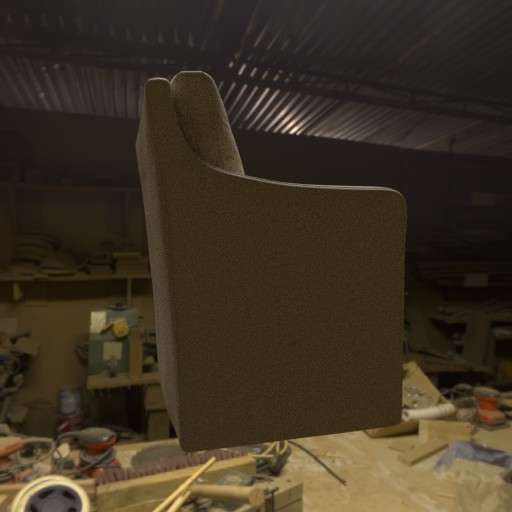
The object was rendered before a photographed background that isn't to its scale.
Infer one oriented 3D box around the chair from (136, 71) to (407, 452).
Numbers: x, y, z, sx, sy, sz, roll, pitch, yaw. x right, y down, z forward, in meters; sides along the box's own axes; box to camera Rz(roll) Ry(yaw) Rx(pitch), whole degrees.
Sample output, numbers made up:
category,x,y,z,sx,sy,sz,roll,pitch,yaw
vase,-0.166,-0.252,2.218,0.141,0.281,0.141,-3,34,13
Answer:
category,x,y,z,sx,sy,sz,roll,pitch,yaw
chair,0.000,0.000,1.363,0.694,0.914,0.626,0,0,-17
